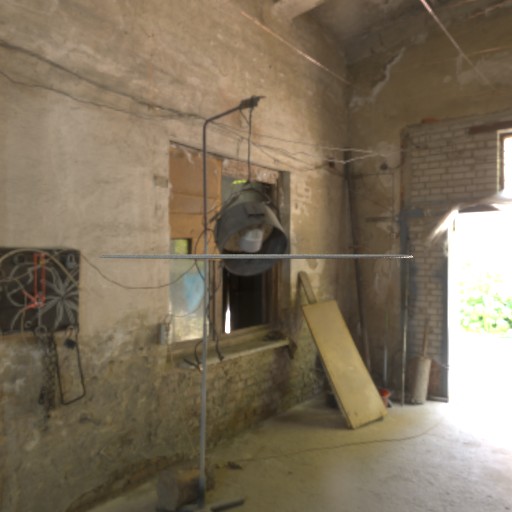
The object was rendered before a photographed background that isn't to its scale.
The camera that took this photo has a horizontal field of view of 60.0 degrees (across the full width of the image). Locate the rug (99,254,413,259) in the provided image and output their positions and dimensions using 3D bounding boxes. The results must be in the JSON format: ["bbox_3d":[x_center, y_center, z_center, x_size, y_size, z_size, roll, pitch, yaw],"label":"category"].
[{"bbox_3d":[0.000,0.000,2.389,1.593,0.012,1.593,0,0,0],"label":"rug"}]
